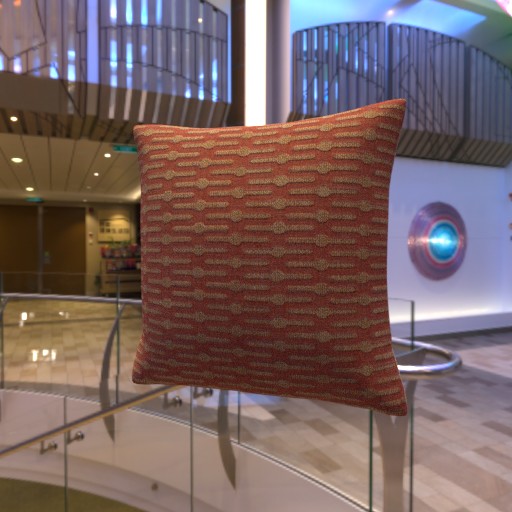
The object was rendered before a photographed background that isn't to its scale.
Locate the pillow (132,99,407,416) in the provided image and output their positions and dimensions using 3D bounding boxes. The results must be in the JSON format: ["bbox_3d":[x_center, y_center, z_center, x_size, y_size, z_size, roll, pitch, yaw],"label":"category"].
[{"bbox_3d":[0.000,0.000,0.785,0.511,0.503,0.182,0,1,19],"label":"pillow"}]
